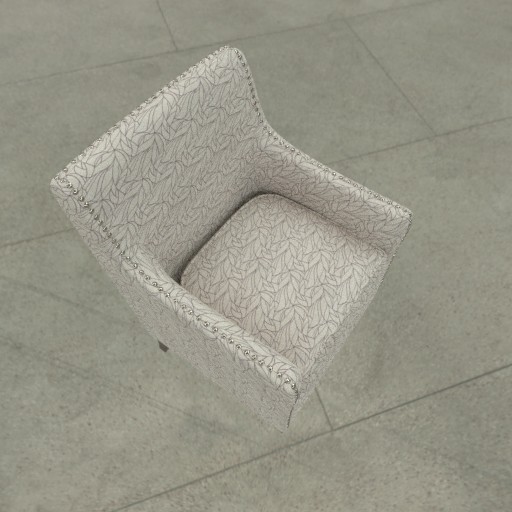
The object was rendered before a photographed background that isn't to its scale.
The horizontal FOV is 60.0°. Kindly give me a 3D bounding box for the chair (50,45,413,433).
[{"bbox_3d":[0.000,0.000,1.285,0.651,0.816,0.623,31,63,18],"label":"chair"}]
